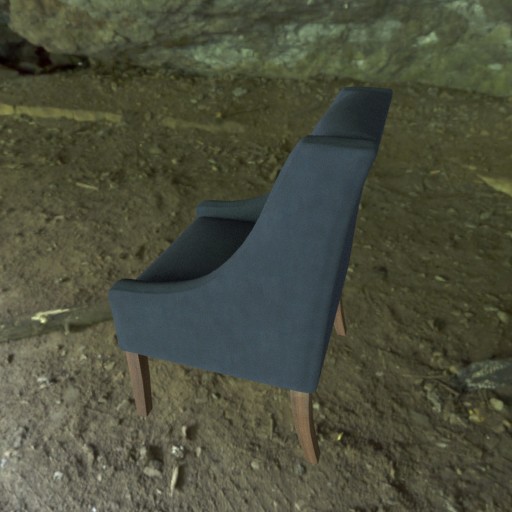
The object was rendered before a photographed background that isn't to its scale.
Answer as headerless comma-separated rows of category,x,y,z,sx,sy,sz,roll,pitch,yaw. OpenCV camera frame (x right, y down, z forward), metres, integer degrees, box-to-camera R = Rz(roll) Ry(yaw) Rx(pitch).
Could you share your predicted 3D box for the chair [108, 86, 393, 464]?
chair,0.000,0.000,1.311,0.629,0.895,0.629,9,31,15
